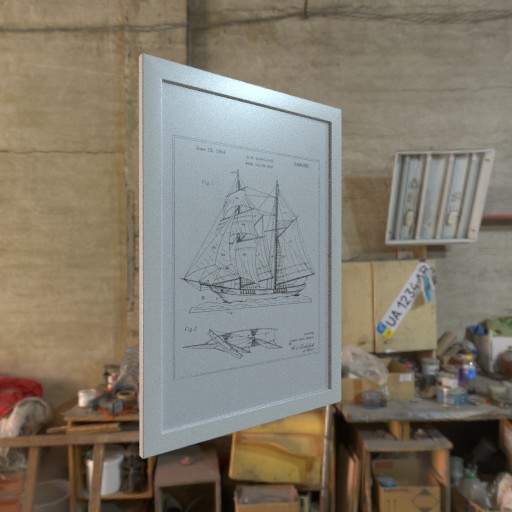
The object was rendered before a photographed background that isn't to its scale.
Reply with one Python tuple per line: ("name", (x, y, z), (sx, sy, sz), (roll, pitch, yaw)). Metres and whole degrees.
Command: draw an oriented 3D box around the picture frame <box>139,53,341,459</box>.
("picture frame", (0.000, 0.000, 0.700), (0.381, 0.534, 0.012), (0, 0, -37))
